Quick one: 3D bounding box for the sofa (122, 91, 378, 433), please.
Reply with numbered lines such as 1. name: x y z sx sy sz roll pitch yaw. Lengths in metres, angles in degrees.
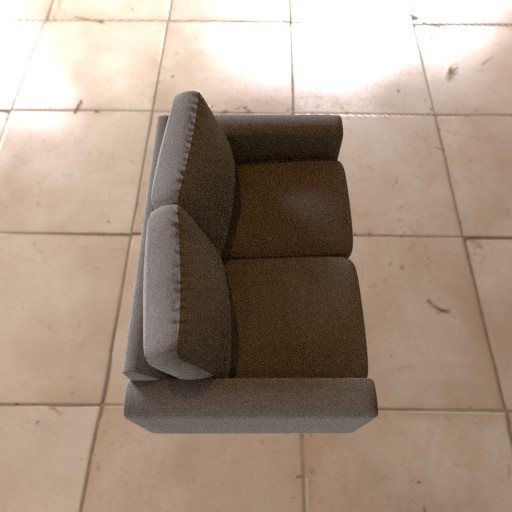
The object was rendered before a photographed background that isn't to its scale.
1. sofa: 0.000 0.000 1.983 0.917 0.873 1.420 0 62 0
